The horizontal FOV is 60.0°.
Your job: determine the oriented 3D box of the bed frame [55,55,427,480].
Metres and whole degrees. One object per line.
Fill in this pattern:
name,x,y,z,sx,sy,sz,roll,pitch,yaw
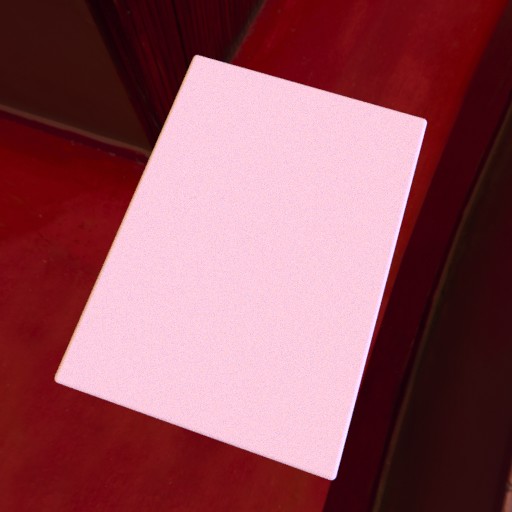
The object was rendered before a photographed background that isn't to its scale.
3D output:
bed frame,0.000,0.000,2.613,1.408,0.659,1.956,18,75,5
